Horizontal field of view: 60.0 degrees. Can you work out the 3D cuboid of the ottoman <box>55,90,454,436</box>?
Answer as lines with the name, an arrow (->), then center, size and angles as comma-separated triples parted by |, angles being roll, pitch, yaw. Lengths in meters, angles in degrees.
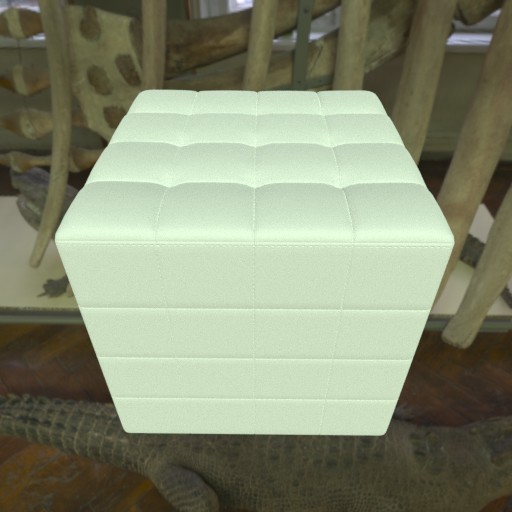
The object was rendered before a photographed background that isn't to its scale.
ottoman -> 0.000, 0.000, 0.751 | 0.425, 0.432, 0.425 | 0, 40, 0
